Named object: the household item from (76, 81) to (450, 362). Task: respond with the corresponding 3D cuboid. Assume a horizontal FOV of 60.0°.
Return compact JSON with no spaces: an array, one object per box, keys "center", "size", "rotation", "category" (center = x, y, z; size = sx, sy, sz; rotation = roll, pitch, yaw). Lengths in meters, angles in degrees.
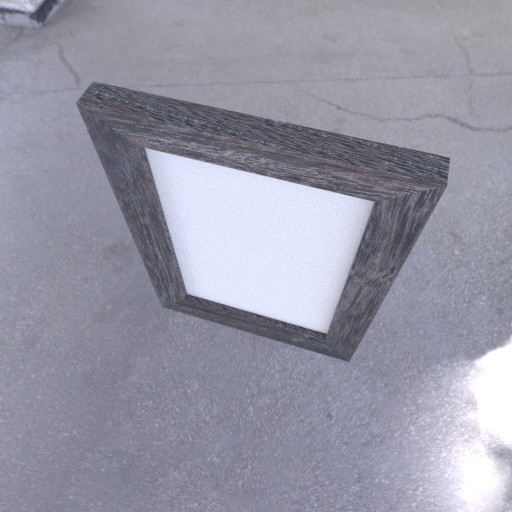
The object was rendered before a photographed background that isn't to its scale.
[{"center":[0.000,0.000,0.277],"size":[0.160,0.210,0.020],"rotation":[15,59,9],"category":"household item"}]
